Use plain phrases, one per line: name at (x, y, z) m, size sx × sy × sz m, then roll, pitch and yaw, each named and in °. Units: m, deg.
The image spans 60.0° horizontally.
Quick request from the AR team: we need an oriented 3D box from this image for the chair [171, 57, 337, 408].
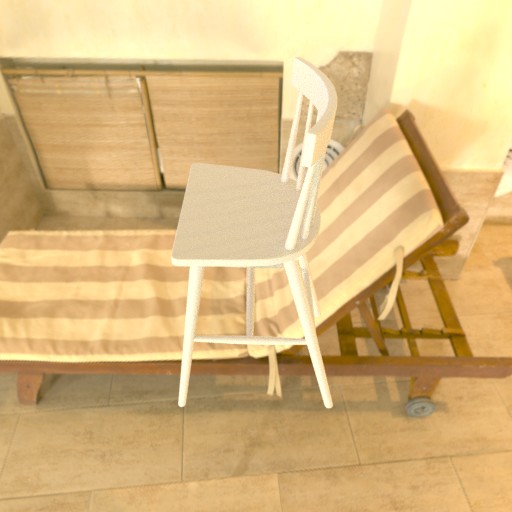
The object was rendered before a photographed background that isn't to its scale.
chair at (0.000, 0.000, 1.441) m, size 0.572 × 1.092 × 0.483 m, roll 0°, pitch 42°, yaw 0°
